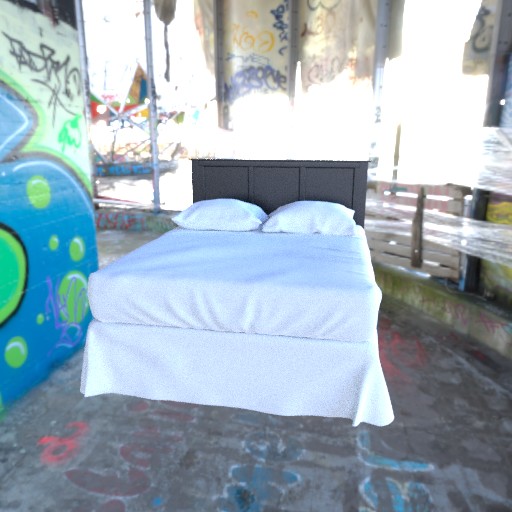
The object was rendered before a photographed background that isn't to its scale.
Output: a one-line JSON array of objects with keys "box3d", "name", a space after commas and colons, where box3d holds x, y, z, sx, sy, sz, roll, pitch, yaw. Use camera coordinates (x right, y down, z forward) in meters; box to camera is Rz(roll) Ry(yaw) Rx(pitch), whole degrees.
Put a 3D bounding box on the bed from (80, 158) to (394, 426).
[{"box3d": [0.000, 0.000, 3.206, 1.870, 1.270, 2.050, 3, 15, 10], "name": "bed"}]
